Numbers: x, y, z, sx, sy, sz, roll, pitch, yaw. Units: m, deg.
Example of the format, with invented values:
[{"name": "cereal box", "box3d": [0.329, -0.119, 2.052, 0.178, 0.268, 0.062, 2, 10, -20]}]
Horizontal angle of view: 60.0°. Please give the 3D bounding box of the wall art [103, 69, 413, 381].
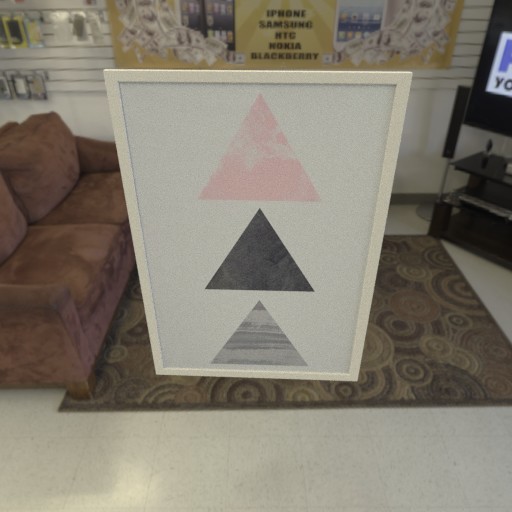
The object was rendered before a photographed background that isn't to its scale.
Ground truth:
[{"name": "wall art", "box3d": [0.000, 0.000, 1.201, 0.659, 0.940, 0.013, 1, 33, 2]}]
